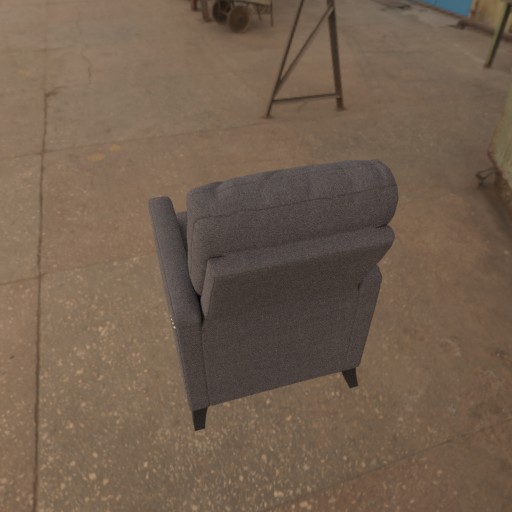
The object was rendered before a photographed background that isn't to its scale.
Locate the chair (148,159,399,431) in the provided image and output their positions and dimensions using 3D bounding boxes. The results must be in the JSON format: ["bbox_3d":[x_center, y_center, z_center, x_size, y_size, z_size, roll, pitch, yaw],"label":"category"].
[{"bbox_3d":[0.000,0.000,1.672,0.710,1.049,0.922,-11,42,-13],"label":"chair"}]
